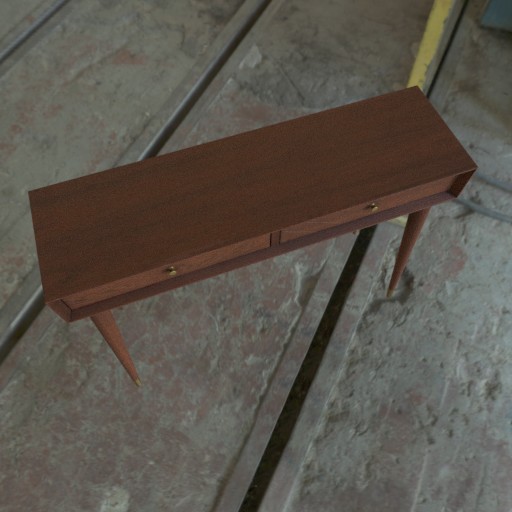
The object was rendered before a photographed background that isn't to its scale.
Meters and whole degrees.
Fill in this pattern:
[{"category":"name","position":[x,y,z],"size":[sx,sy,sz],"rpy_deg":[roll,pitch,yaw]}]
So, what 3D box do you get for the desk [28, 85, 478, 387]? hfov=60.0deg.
[{"category":"desk","position":[0.000,0.000,1.631],"size":[1.204,0.917,0.384],"rpy_deg":[-18,64,-9]}]
